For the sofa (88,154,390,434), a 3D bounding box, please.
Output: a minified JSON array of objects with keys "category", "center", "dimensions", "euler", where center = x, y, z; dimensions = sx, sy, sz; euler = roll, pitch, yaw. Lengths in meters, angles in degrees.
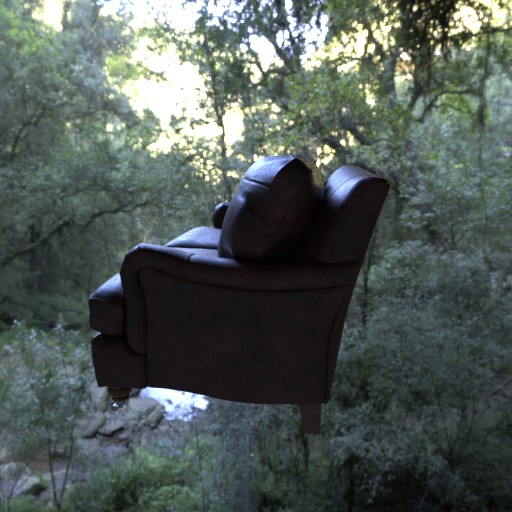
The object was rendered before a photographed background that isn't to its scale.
[{"category":"sofa","center":[0.000,0.000,2.387],"dimensions":[1.148,1.070,1.628],"euler":[2,13,8]}]
